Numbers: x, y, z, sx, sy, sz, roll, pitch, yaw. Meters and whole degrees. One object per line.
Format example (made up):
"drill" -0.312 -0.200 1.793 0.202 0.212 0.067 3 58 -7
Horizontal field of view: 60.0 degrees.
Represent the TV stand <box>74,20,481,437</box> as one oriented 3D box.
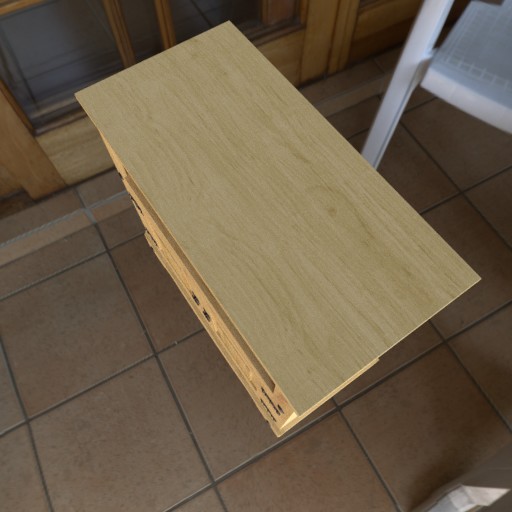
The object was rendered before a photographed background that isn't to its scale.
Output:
"TV stand" 0.000 0.000 1.276 0.430 0.787 0.851 -32 69 -14
